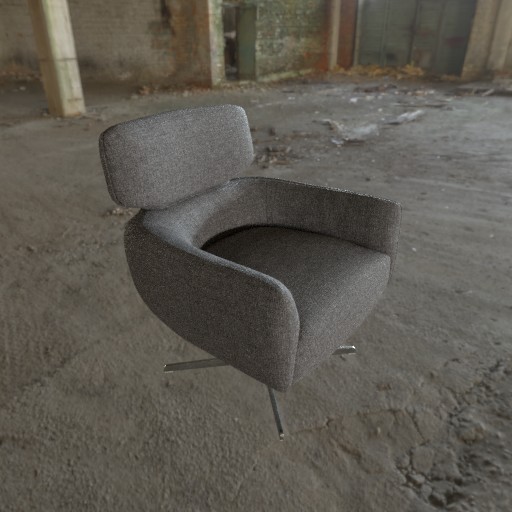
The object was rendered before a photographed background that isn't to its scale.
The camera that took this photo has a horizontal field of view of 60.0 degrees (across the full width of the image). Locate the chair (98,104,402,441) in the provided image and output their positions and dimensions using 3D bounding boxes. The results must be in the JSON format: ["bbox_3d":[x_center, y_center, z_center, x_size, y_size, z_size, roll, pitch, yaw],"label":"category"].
[{"bbox_3d":[0.000,0.000,1.372,0.715,0.812,0.706,19,32,32],"label":"chair"}]
